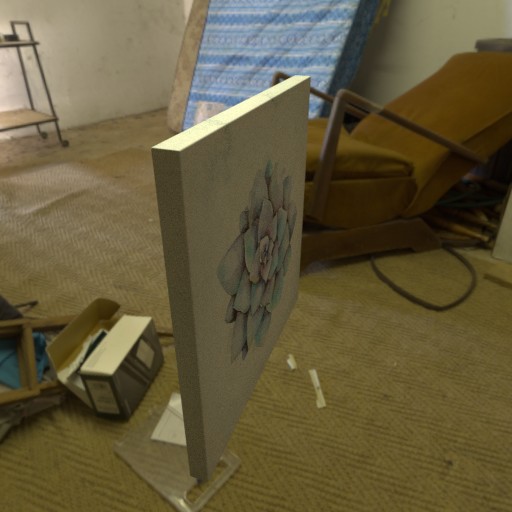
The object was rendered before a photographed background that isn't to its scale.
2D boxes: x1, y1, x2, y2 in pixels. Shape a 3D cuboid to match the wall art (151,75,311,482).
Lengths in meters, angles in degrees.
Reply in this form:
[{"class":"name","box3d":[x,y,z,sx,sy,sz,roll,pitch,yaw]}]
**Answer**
[{"class":"wall art","box3d":[0.000,0.000,0.906,0.040,0.612,0.612,10,31,17]}]
